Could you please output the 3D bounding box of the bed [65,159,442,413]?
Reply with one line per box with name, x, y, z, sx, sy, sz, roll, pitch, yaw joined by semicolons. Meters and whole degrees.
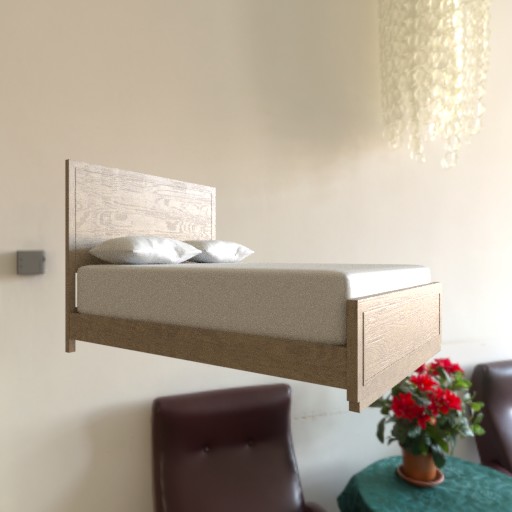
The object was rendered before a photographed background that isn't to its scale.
bed;0.000;0.000;3.191;2.189;1.369;1.606;0;0;35
